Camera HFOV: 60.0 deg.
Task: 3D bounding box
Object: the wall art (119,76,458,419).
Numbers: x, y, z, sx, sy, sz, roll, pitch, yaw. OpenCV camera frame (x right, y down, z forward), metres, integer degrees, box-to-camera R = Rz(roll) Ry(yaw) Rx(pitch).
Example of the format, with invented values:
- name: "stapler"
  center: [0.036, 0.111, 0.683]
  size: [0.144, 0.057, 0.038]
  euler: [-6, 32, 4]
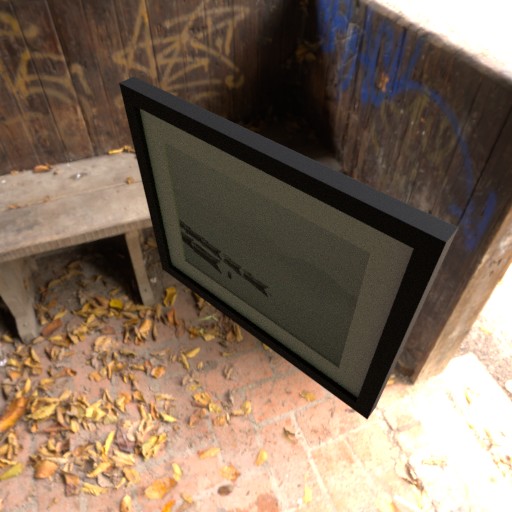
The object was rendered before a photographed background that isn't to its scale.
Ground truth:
- name: "wall art"
  center: [0.000, 0.000, 0.764]
  size: [0.554, 0.454, 0.030]
  euler: [32, 55, 26]
